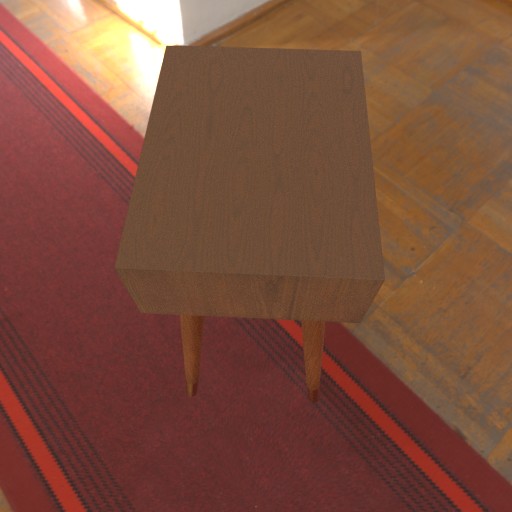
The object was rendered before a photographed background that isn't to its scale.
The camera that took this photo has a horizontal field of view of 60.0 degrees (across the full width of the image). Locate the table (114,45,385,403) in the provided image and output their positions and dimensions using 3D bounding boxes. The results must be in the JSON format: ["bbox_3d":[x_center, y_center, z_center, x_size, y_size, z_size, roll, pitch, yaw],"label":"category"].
[{"bbox_3d":[0.000,0.000,0.834,0.300,0.599,0.406,2,61,1],"label":"table"}]
